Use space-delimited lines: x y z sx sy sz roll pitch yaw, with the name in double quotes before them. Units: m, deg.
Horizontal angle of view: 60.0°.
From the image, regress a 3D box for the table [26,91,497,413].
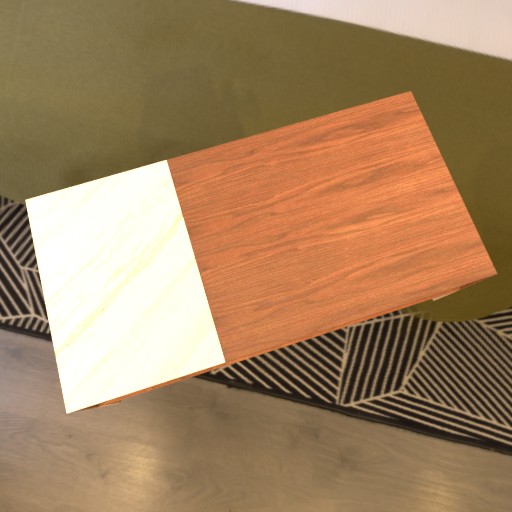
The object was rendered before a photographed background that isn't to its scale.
"table" 0.000 0.000 1.881 1.553 0.551 0.789 -17 75 -5
